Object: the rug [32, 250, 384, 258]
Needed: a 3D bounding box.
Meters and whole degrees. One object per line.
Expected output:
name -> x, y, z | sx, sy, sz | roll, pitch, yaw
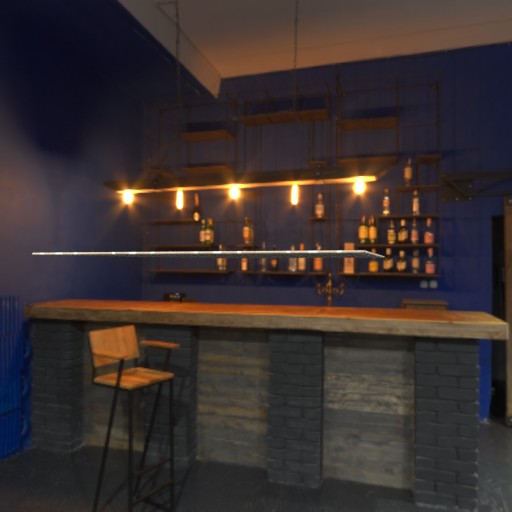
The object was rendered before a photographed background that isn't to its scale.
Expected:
rug -> 0.000, 0.000, 2.855 | 1.524, 0.010, 2.134 | 0, -1, 18
